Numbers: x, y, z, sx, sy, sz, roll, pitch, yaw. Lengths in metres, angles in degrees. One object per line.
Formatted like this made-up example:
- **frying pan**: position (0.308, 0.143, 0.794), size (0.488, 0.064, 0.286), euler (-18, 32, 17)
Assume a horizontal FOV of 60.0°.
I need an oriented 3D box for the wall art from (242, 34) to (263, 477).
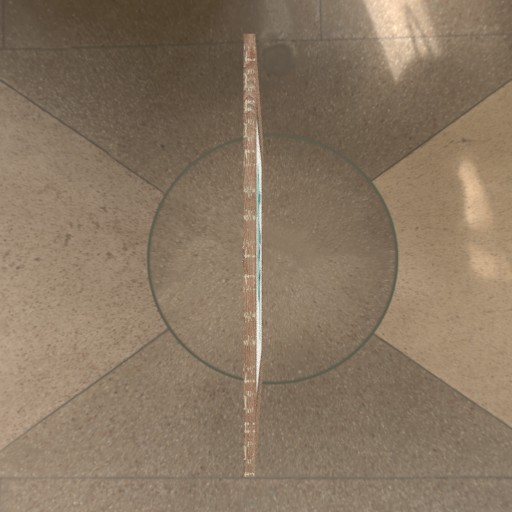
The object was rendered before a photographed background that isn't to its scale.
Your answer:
- **wall art**: position (0.000, 0.000, 0.576), size (0.012, 0.384, 0.384), euler (0, 90, 2)
